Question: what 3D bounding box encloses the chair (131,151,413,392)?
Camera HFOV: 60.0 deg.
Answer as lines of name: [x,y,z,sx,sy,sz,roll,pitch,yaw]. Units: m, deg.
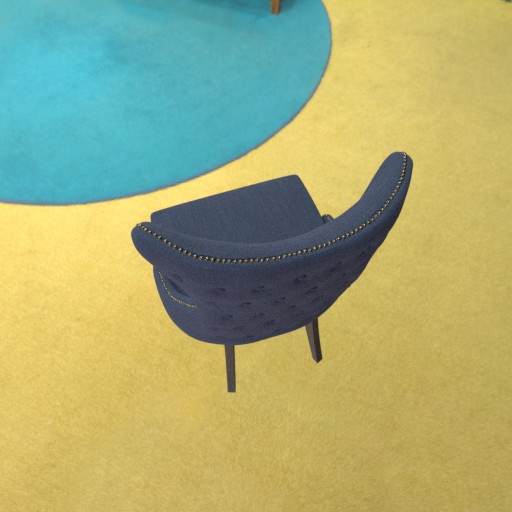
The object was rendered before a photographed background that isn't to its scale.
chair: [0.000,0.000,1.354,0.628,0.967,0.635,-17,59,-10]
